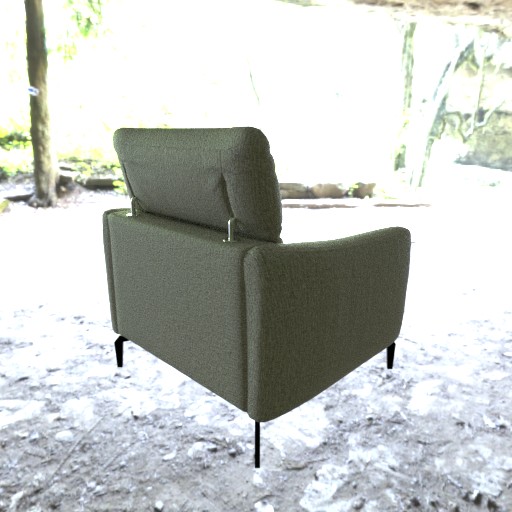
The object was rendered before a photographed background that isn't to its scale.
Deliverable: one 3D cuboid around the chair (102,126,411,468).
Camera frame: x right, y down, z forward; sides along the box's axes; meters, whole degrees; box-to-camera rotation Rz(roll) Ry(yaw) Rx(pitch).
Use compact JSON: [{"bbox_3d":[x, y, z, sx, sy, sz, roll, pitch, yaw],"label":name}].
[{"bbox_3d":[0.000,0.000,1.728,0.972,0.967,0.835,15,22,43],"label":"chair"}]
